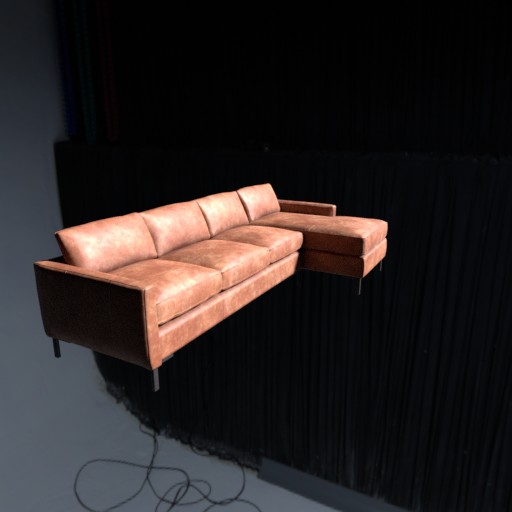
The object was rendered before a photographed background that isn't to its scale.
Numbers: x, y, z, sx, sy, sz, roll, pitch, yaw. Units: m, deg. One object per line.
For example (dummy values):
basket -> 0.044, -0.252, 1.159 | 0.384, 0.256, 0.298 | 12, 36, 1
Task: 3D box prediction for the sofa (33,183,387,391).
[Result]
sofa -> 0.000, 0.000, 3.652 | 1.471, 0.859, 2.993 | 9, 18, 28
